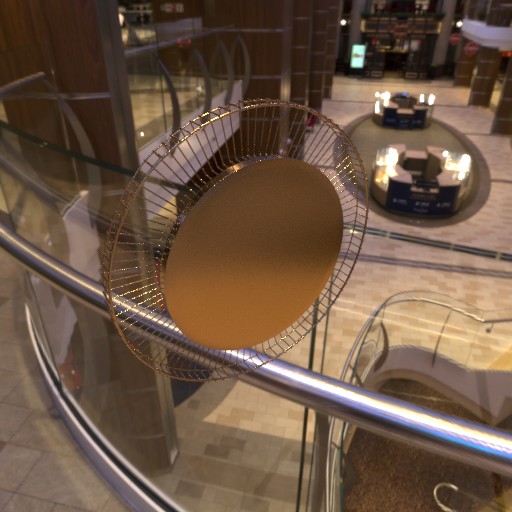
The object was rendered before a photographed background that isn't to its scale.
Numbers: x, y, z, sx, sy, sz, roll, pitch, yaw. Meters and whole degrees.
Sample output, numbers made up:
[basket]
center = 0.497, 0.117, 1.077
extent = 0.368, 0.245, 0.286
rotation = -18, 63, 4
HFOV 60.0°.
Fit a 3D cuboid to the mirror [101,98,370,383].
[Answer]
[mirror]
center = 0.000, 0.000, 1.047
extent = 0.703, 0.703, 0.067
rotation = -18, 35, -28
